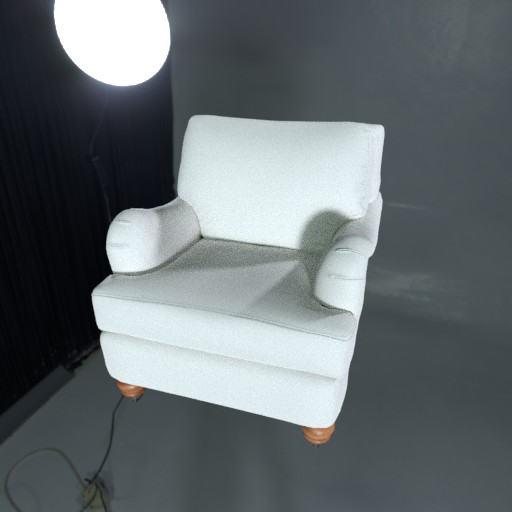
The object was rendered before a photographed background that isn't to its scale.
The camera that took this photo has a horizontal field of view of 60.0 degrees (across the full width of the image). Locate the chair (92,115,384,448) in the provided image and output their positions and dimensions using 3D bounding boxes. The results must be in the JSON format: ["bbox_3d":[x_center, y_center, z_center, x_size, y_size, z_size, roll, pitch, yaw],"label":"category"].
[{"bbox_3d":[0.000,0.000,1.855,0.955,1.038,1.070,8,27,16],"label":"chair"}]
